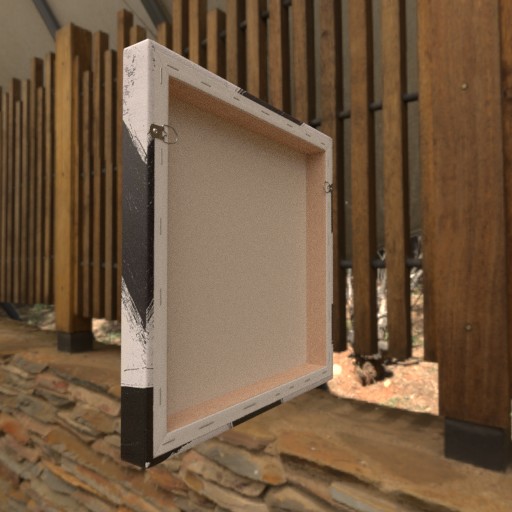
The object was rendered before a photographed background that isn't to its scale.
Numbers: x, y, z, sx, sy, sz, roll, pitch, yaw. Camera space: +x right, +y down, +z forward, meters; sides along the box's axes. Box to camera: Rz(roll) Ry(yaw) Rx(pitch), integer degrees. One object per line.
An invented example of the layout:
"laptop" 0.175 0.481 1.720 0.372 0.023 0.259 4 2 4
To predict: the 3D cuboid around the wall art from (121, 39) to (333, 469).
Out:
"wall art" 0.000 0.000 0.737 0.050 0.508 0.507 -1 -2 35
